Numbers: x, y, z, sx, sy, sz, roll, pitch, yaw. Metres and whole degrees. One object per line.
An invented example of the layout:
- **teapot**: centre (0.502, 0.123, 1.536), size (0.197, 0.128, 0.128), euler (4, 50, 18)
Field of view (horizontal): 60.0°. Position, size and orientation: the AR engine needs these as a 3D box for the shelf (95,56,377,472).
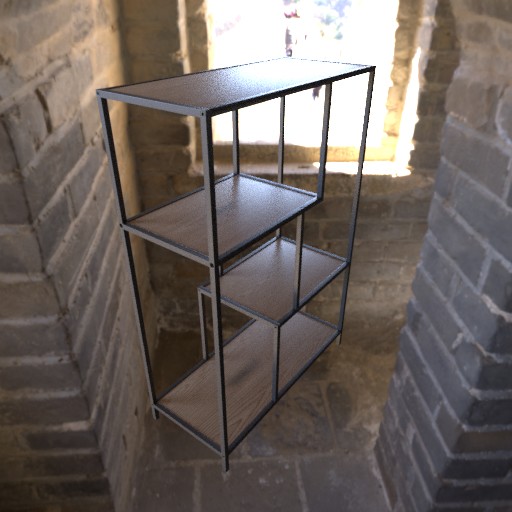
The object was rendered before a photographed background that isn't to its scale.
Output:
- **shelf**: centre (0.000, 0.000, 1.492), size (0.350, 1.138, 0.770), euler (22, 37, 32)
